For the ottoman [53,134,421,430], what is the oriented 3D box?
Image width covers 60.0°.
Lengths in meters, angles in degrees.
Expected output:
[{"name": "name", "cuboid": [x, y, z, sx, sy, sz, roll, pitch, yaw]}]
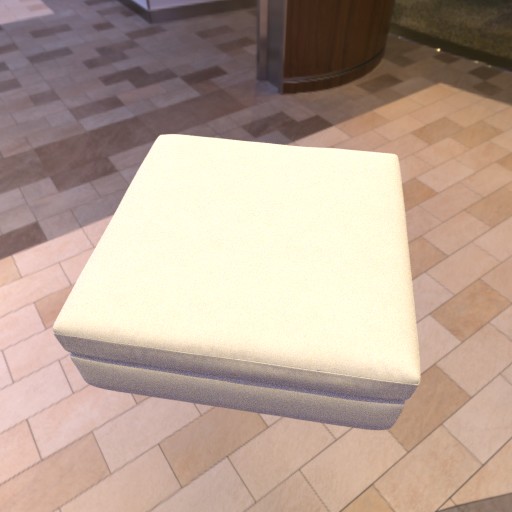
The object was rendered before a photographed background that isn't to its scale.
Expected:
[{"name": "ottoman", "cuboid": [0.000, 0.000, 1.821, 1.163, 0.482, 1.167, 7, 48, 6]}]
